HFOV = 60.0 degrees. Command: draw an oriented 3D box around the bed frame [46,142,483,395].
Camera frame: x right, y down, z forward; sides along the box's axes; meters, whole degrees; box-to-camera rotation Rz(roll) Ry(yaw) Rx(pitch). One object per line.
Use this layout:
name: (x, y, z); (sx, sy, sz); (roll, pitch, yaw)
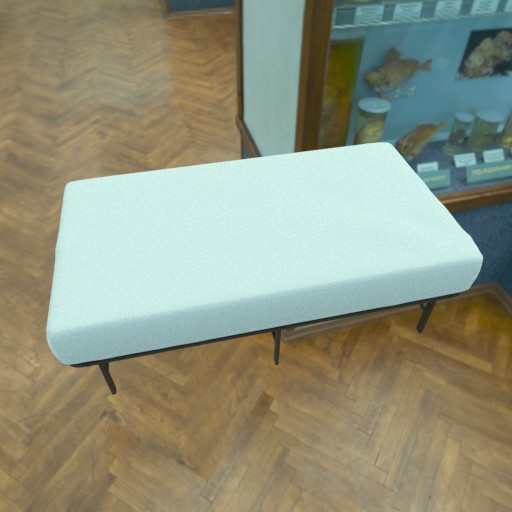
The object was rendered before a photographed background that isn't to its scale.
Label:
bed frame: (0.000, 0.000, 2.360); (1.908, 0.640, 1.025); (-9, 46, -9)
